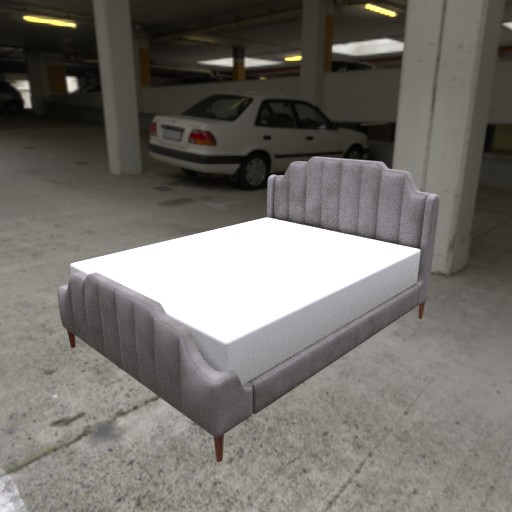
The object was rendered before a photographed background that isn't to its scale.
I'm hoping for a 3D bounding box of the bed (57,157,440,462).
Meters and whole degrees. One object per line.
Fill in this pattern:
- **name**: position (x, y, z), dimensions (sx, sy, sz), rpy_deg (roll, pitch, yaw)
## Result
- **bed**: position (0.000, 0.000, 3.255), dimensions (1.676, 1.245, 2.340), rpy_deg (16, 24, 41)
